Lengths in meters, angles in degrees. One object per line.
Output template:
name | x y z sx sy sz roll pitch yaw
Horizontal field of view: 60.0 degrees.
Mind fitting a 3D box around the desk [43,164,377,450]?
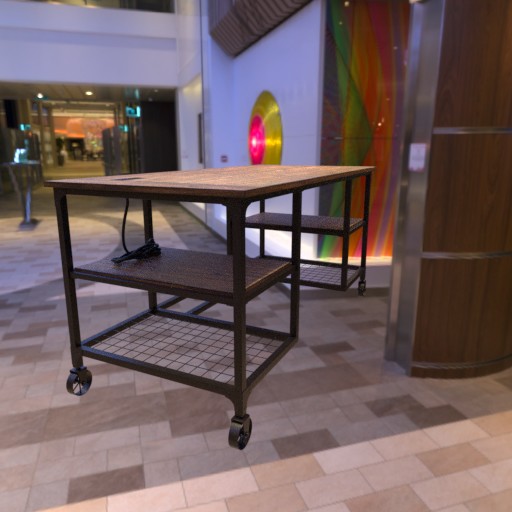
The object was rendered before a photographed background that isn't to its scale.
desk | 0.000 0.000 2.001 0.711 0.751 1.590 7 15 26
